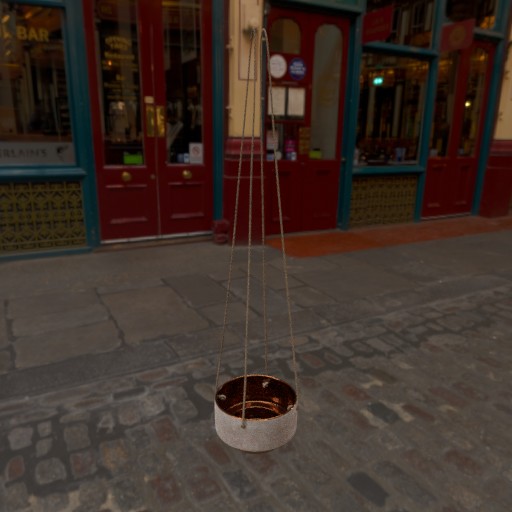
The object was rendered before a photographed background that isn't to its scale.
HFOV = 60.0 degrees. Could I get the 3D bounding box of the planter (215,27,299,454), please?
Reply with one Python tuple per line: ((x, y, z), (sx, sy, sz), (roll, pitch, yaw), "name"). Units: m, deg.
((0.000, 0.000, 1.098), (0.223, 1.030, 0.223), (-8, 17, -28), "planter")
